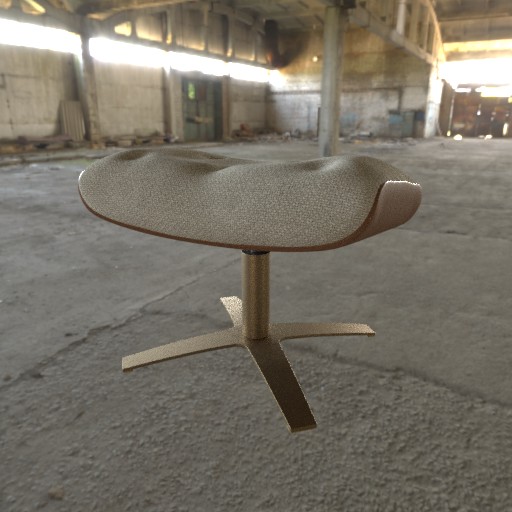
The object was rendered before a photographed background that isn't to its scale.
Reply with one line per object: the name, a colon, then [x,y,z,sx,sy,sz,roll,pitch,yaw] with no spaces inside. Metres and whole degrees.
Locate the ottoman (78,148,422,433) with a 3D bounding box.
ottoman: [0.000,0.000,0.836,0.520,0.391,0.394,9,20,28]
